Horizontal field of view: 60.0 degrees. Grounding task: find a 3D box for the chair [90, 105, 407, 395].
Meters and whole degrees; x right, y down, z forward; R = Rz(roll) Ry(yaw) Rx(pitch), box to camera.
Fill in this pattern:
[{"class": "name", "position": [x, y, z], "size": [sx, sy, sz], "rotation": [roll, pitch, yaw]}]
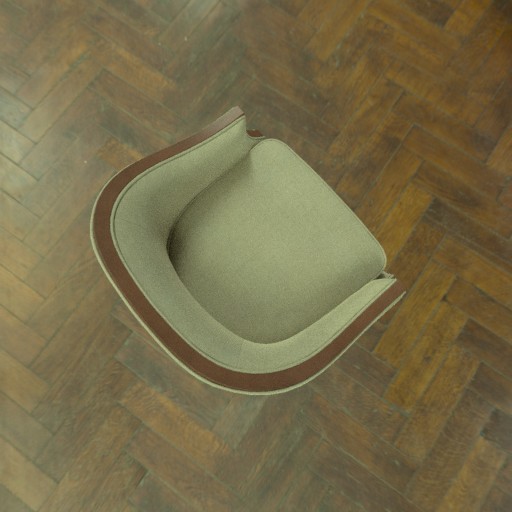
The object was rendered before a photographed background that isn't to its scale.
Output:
[{"class": "chair", "position": [0.000, 0.000, 1.473], "size": [0.735, 0.876, 0.803], "rotation": [-39, 80, -8]}]
